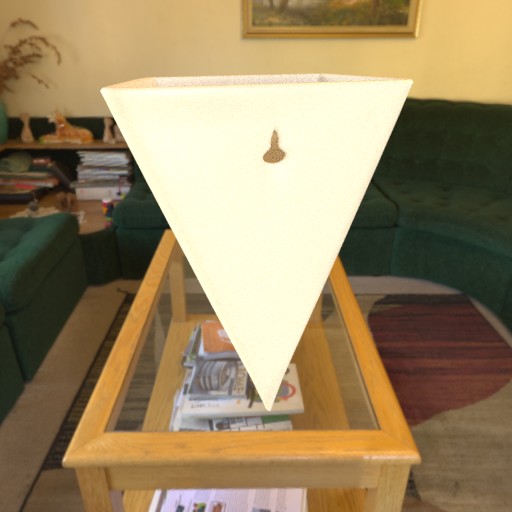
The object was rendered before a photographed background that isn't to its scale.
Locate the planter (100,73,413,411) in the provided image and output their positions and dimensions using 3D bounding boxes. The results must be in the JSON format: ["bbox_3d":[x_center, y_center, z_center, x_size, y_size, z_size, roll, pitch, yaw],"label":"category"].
[{"bbox_3d":[0.000,0.000,0.265,0.150,0.197,0.060,-8,27,-16],"label":"planter"}]
